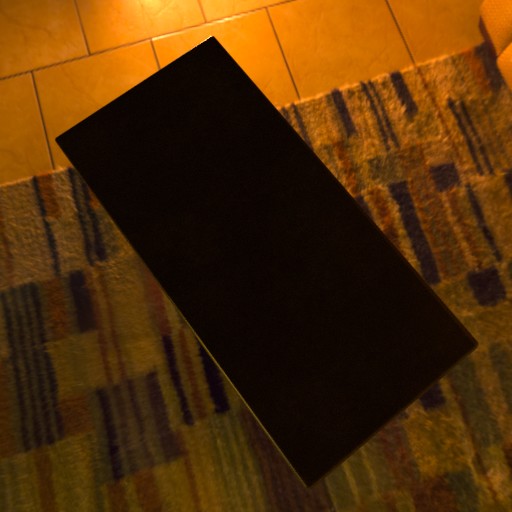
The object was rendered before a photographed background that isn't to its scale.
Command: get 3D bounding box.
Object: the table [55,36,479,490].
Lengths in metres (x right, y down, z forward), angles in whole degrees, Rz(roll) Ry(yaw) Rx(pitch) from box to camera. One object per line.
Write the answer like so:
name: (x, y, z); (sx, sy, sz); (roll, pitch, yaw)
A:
table: (0.000, 0.000, 1.444); (0.580, 0.487, 1.171); (-37, 80, -8)
